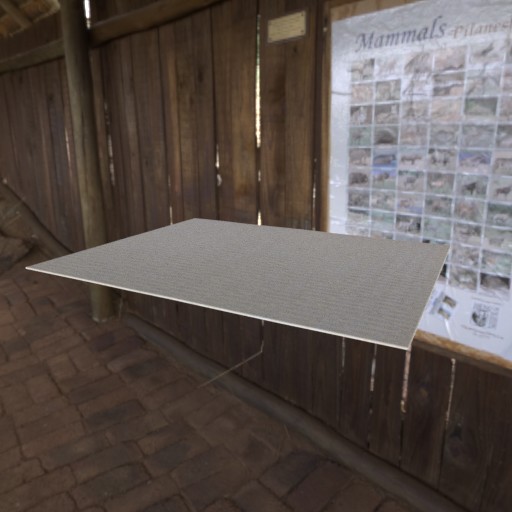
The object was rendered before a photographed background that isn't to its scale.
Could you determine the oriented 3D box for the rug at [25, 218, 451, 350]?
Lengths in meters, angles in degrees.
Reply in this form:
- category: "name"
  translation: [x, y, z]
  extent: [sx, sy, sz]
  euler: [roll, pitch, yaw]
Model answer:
- category: "rug"
  translation: [0.000, 0.000, 4.008]
  extent: [3.055, 0.021, 2.410]
  euler: [8, 18, 27]
